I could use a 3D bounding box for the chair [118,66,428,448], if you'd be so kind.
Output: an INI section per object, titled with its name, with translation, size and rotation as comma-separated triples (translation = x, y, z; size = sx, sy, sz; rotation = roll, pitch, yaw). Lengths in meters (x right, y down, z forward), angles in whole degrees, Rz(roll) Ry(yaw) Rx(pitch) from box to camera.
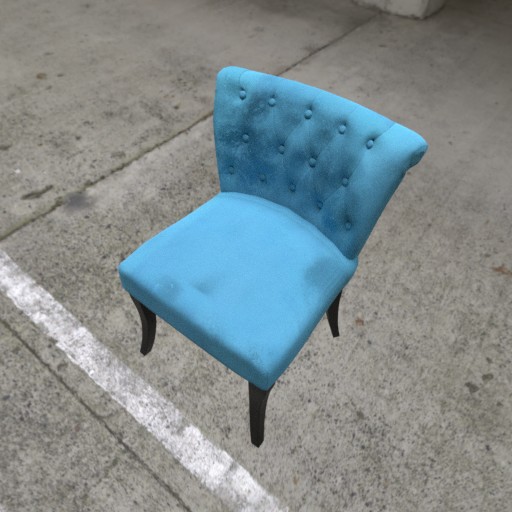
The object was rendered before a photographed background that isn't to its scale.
[chair]
translation = 0.000, 0.000, 1.225
size = 0.582, 0.750, 0.605
rotation = 30, 54, 25
